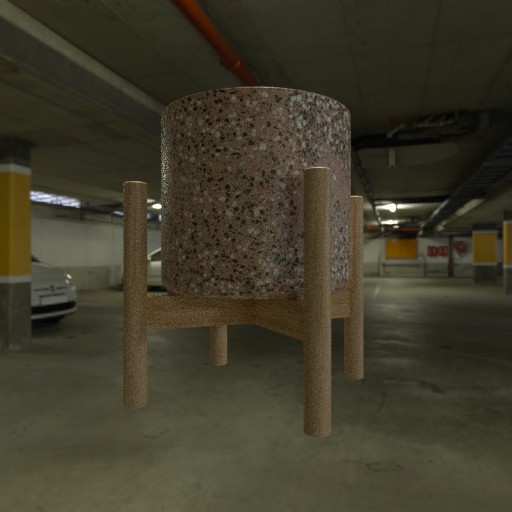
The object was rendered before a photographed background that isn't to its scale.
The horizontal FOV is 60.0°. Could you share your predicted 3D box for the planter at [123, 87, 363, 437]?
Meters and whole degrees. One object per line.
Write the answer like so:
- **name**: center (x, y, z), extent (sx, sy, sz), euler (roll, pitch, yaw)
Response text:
- **planter**: center (0.000, 0.000, 0.531), extent (0.284, 0.320, 0.284), euler (0, 0, -1)
